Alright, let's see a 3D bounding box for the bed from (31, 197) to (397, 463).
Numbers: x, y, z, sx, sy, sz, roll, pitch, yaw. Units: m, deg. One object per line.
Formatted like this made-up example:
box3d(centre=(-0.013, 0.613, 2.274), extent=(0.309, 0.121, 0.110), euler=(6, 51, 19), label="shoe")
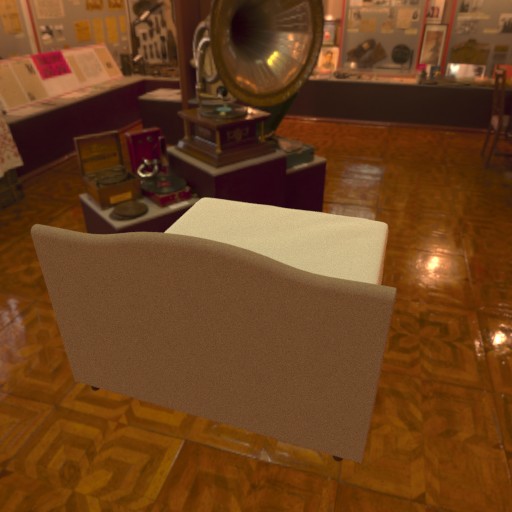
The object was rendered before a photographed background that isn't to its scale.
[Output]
box3d(centre=(0.000, 0.000, 3.499), extent=(2.083, 1.421, 2.182), euler=(10, 33, 16), label="bed")
